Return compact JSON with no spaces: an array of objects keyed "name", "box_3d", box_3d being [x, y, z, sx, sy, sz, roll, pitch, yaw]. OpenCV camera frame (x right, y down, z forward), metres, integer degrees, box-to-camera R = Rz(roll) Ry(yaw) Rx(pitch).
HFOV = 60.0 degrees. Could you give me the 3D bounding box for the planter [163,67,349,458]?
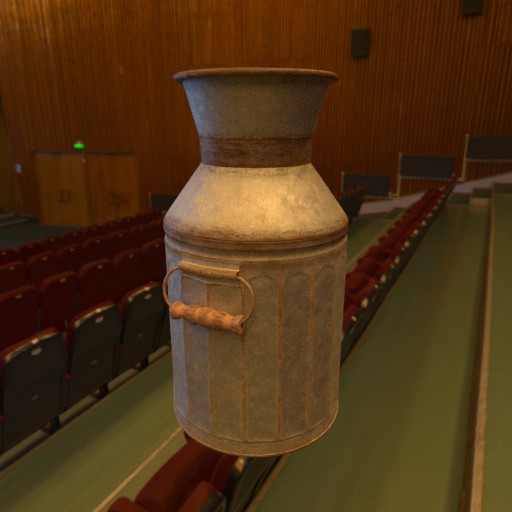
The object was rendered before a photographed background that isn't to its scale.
[{"name":"planter","box_3d":[0.000,0.000,0.523,0.214,0.396,0.245,9,20,25]}]
